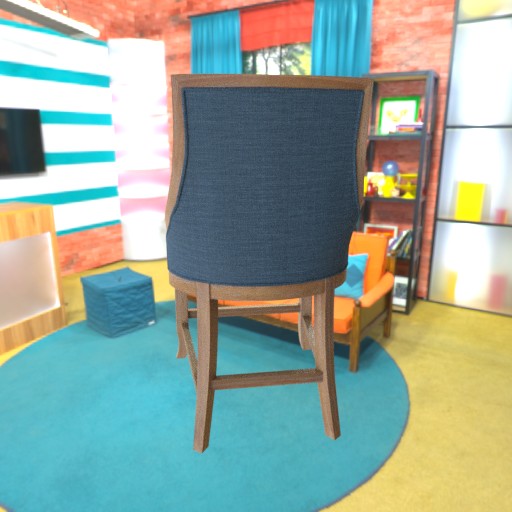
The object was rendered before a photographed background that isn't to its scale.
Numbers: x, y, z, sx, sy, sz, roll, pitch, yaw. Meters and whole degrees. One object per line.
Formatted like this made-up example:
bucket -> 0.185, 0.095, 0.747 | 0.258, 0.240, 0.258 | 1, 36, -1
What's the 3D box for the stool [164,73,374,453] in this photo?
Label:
stool -> 0.000, 0.000, 1.321 | 0.524, 0.938, 0.626 | -2, 15, -8
